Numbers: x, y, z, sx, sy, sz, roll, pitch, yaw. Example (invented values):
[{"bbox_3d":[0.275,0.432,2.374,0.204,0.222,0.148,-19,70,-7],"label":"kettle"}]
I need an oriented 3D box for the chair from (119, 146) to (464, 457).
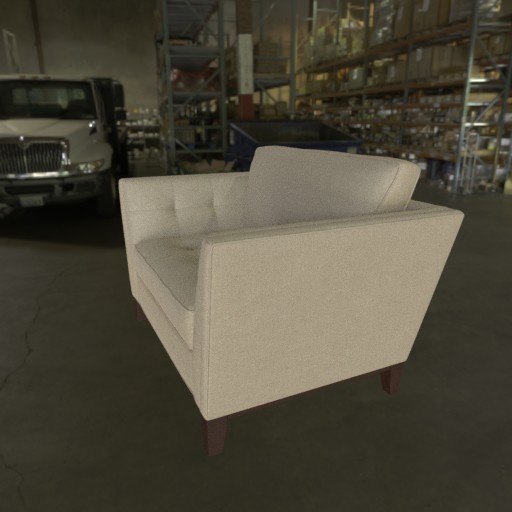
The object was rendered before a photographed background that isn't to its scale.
[{"bbox_3d":[0.000,0.000,2.040,0.965,0.940,1.397,-8,19,-25],"label":"chair"}]
